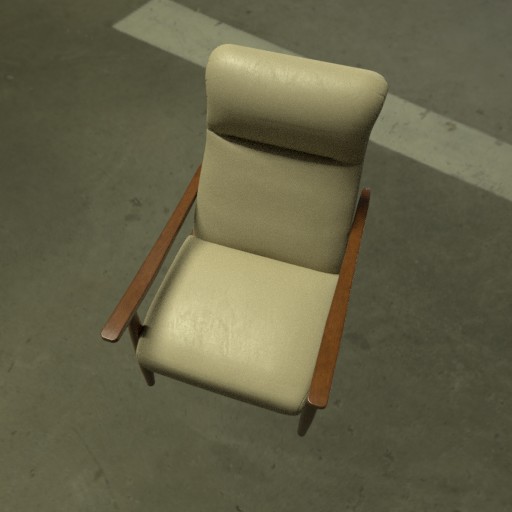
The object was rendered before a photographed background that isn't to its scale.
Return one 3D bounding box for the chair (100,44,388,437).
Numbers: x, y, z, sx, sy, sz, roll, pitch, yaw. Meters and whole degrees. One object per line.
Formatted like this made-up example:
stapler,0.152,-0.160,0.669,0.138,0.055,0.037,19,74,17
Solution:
chair,0.000,0.000,1.719,0.762,1.082,1.014,15,59,9
